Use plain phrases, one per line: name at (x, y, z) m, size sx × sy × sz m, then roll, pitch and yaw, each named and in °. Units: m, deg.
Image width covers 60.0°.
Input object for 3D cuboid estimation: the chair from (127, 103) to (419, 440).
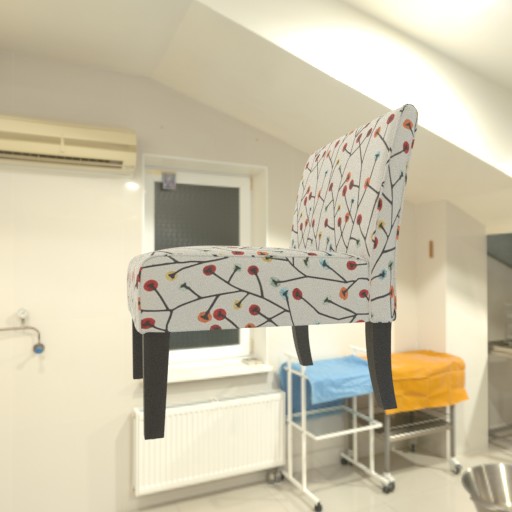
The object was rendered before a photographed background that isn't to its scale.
chair at (0.000, 0.000, 1.336) m, size 0.732 × 0.813 × 0.597 m, roll 0°, pitch -1°, yaw -18°
